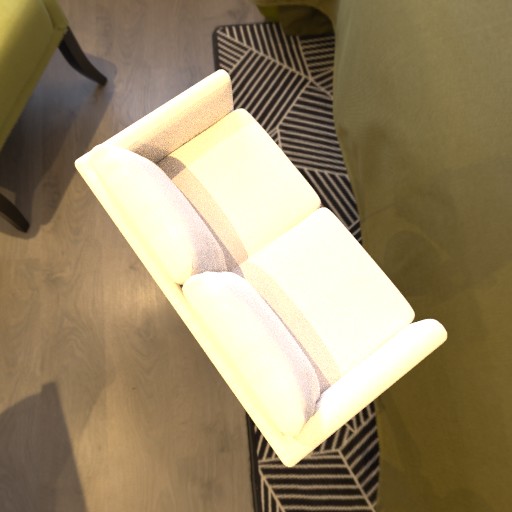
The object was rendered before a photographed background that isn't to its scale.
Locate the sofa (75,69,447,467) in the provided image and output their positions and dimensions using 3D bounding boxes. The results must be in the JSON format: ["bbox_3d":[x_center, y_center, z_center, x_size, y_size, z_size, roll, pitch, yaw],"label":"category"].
[{"bbox_3d":[0.000,0.000,2.271,0.940,0.893,1.713,-36,78,-9],"label":"sofa"}]
